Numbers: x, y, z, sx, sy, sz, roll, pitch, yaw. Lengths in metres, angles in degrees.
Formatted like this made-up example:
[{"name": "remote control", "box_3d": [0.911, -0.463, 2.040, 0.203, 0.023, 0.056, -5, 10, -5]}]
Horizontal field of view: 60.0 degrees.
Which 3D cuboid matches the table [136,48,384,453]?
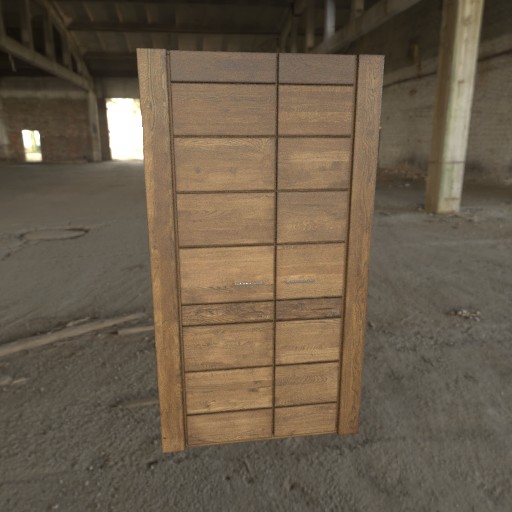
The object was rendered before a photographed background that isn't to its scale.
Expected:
[{"name": "table", "box_3d": [0.000, 0.000, 2.466, 1.100, 2.000, 0.600, -2, 15, -8]}]
